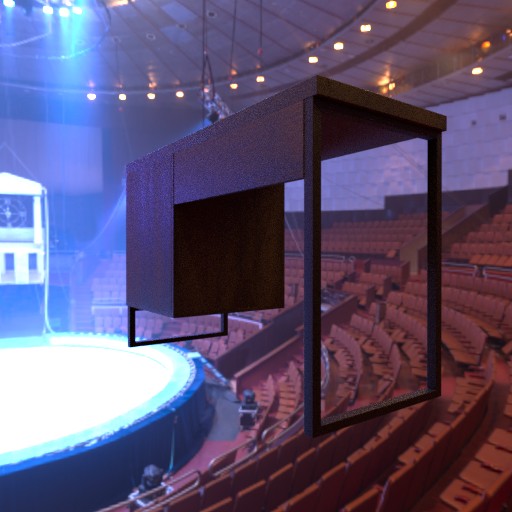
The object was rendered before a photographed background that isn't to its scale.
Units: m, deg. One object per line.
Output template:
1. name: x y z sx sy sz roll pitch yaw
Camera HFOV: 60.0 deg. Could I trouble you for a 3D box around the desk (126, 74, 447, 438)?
1. desk: 0.000 0.000 1.518 0.511 0.752 1.134 0 0 -36
